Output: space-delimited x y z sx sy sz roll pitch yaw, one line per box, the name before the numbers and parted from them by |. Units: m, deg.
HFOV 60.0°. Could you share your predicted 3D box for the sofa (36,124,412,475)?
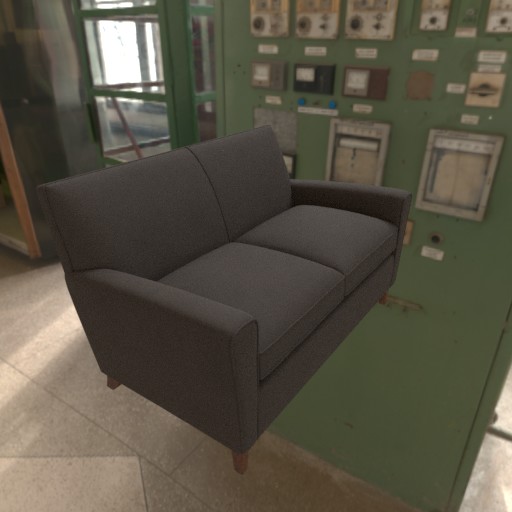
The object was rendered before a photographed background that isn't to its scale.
sofa | 0.000 0.000 1.936 0.871 0.846 1.420 18 32 31
